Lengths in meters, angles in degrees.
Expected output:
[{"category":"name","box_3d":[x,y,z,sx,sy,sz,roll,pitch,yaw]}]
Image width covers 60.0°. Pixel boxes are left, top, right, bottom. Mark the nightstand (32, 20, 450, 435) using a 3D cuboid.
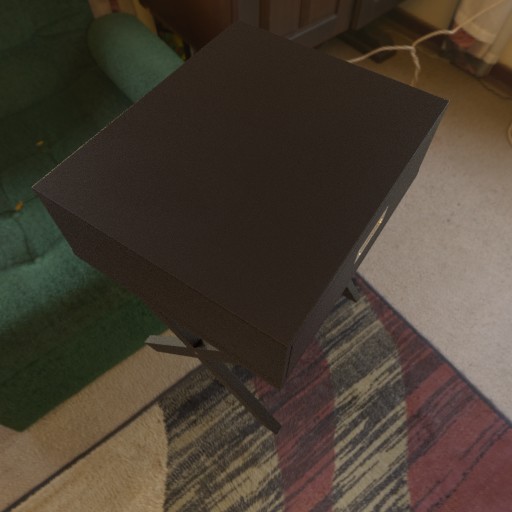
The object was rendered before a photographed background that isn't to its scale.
[{"category":"nightstand","box_3d":[0.000,0.000,0.901,0.402,0.623,0.479,30,62,17]}]
